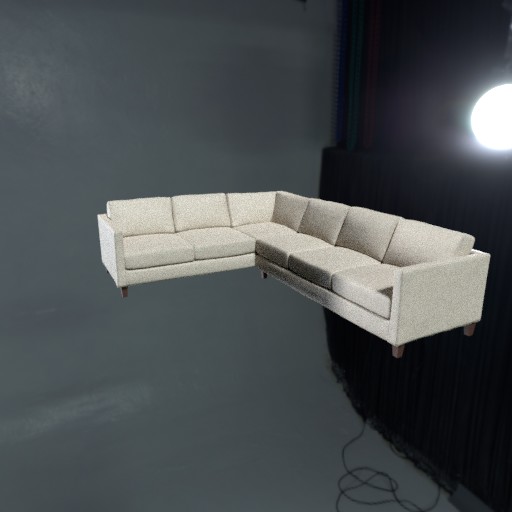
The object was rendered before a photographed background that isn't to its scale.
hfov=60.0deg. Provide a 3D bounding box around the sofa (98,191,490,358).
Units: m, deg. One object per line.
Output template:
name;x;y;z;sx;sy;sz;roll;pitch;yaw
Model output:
sofa;0.000;0.000;4.276;2.432;0.863;3.182;-8;18;-26
